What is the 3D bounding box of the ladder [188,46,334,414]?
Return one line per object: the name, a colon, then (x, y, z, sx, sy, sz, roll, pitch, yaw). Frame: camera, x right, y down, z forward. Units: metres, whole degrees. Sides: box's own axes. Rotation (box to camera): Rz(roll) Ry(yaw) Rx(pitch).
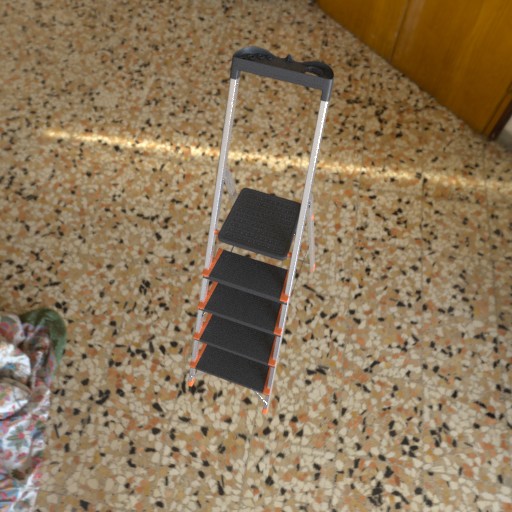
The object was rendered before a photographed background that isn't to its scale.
ladder: (0.000, 0.000, 2.021, 0.480, 1.646, 0.995, 17, 62, 10)
